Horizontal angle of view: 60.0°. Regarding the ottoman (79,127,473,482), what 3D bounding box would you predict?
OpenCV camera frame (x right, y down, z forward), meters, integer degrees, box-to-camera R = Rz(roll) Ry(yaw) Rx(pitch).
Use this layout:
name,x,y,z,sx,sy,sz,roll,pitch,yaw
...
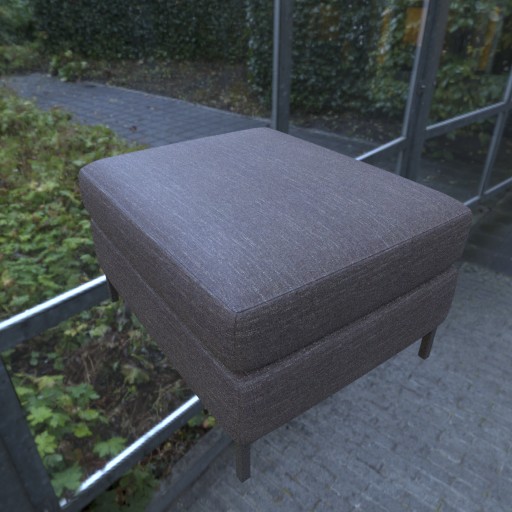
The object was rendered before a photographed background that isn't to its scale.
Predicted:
name,x,y,z,sx,sy,sz,roll,pitch,yaw
ottoman,0.000,0.000,1.196,0.671,0.490,0.820,-21,37,-30
